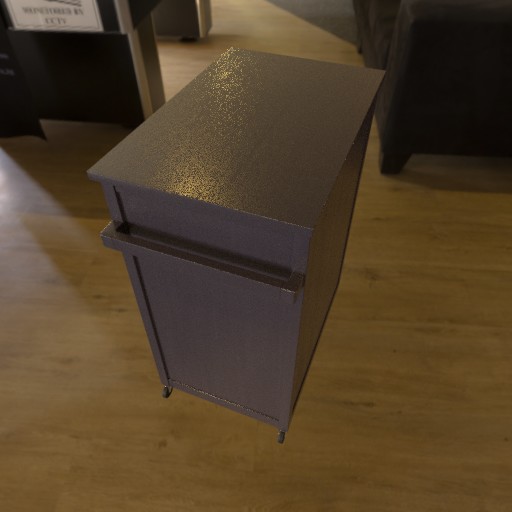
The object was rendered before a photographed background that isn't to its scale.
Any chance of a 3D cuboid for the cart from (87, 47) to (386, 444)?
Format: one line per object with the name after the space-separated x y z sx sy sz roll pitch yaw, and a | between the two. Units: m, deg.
0.000 0.000 1.285 0.449 0.878 0.690 16 47 15 | cart
